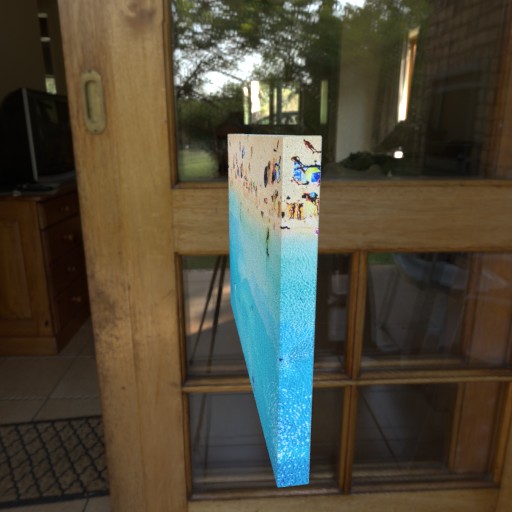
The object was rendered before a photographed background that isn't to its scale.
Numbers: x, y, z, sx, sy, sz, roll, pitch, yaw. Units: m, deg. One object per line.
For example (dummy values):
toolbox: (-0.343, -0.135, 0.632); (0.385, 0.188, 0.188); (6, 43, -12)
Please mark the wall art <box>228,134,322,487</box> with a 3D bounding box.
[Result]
wall art: (0.000, 0.000, 1.126); (0.057, 0.595, 0.894); (-2, 16, -8)
